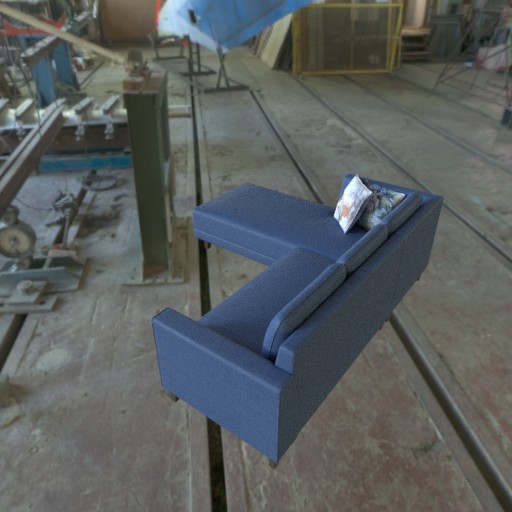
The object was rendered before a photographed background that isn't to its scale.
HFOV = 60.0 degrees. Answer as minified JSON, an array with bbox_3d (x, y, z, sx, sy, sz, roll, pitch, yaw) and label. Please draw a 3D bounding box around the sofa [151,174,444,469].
[{"bbox_3d":[0.000,0.000,3.105,1.829,0.787,2.120,21,37,31],"label":"sofa"}]
